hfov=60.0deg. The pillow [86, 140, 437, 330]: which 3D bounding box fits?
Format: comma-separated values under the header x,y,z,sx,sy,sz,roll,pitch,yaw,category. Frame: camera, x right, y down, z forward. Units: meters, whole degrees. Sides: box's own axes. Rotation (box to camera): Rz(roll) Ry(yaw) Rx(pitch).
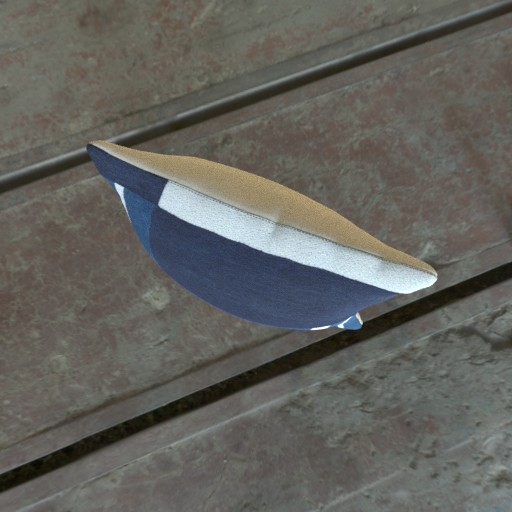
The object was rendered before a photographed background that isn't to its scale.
x,y,z,sx,sy,sz,roll,pitch,yaw,category
0.000,0.000,0.827,0.536,0.506,0.229,22,76,6,pillow
